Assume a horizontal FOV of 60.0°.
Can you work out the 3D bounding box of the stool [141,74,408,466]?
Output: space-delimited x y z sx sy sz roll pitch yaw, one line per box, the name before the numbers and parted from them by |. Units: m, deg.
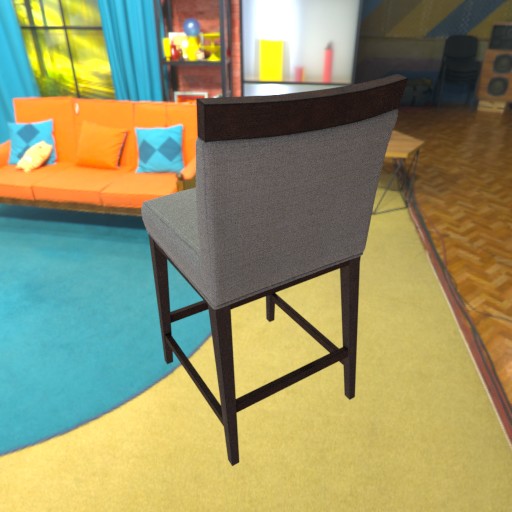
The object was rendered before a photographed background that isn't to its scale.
stool | 0.000 0.000 1.297 0.512 1.009 0.531 -18 35 -27
